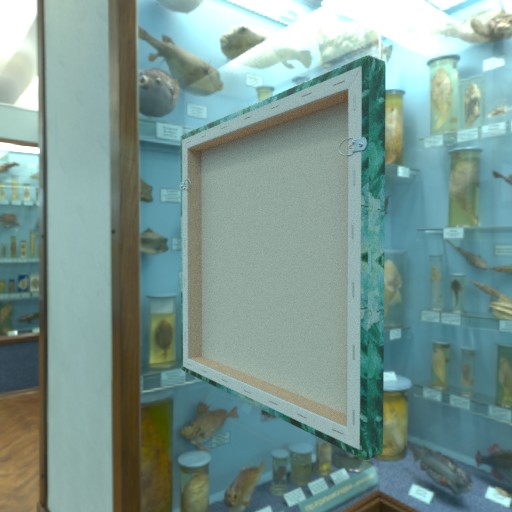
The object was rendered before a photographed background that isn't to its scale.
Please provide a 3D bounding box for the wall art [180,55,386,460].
[{"bbox_3d":[0.000,0.000,0.762,0.038,0.508,0.507,-1,2,-36],"label":"wall art"}]
